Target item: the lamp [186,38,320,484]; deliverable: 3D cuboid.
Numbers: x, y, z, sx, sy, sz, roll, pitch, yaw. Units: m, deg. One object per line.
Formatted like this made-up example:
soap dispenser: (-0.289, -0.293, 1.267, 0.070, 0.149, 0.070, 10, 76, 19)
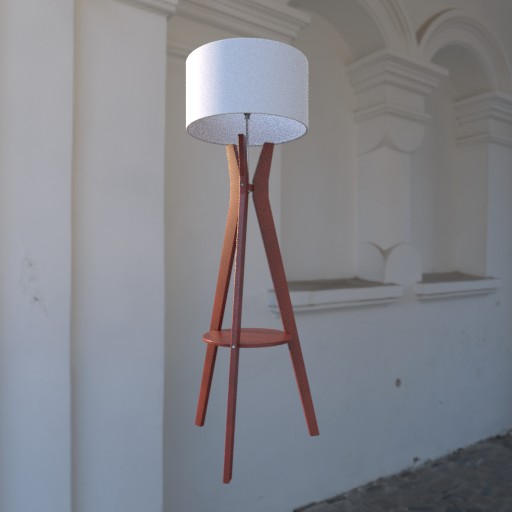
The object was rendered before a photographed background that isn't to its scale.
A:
lamp: (0.000, 0.000, 1.742, 0.542, 1.472, 0.539, 0, 0, -18)
